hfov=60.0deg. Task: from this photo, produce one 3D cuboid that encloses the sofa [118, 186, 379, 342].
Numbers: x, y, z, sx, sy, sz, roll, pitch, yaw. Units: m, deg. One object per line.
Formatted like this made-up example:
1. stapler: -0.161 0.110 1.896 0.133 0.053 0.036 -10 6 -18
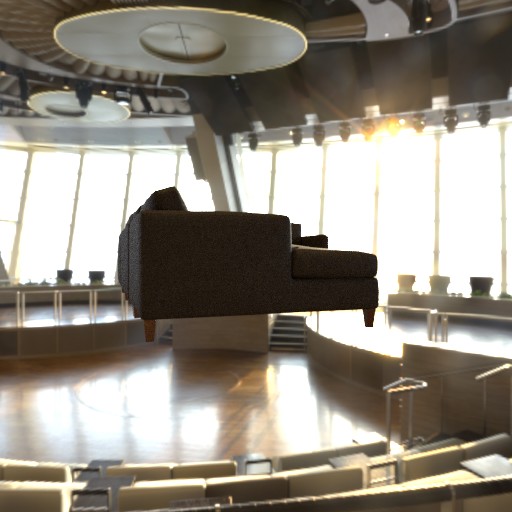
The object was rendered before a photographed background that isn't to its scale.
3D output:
1. sofa: 0.000 0.000 4.513 2.594 0.961 3.460 0 0 -19
